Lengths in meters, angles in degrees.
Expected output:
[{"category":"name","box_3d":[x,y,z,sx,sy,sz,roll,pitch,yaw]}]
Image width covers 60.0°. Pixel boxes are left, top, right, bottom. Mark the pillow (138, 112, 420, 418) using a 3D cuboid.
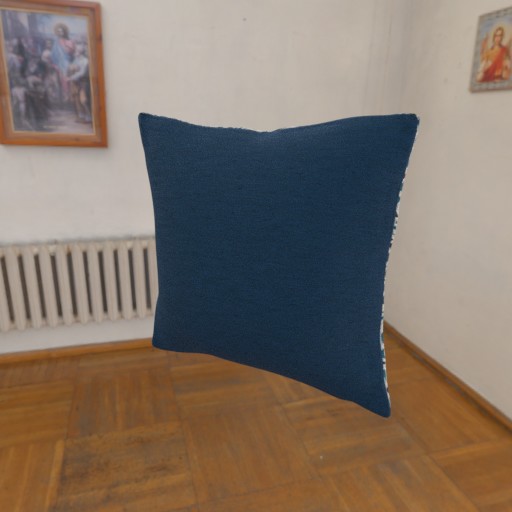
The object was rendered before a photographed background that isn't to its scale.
[{"category":"pillow","box_3d":[0.000,0.000,0.675,0.440,0.420,0.145,9,19,27]}]
